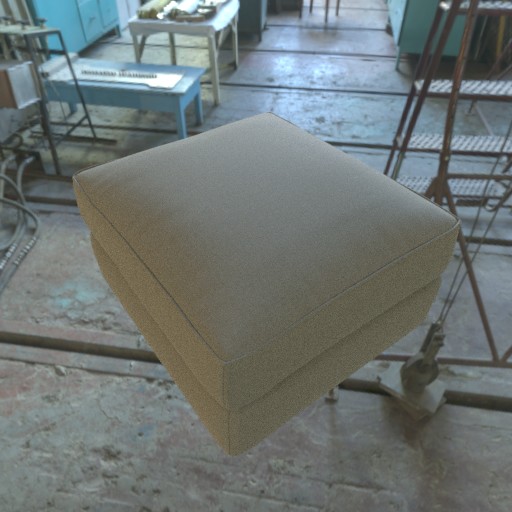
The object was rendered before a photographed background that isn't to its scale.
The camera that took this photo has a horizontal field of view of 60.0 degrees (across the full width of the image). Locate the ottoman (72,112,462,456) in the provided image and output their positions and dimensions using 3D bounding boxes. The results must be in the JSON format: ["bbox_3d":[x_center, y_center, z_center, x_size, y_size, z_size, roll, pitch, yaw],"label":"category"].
[{"bbox_3d":[0.000,0.000,1.141,0.662,0.505,0.716,-26,48,-26],"label":"ottoman"}]
